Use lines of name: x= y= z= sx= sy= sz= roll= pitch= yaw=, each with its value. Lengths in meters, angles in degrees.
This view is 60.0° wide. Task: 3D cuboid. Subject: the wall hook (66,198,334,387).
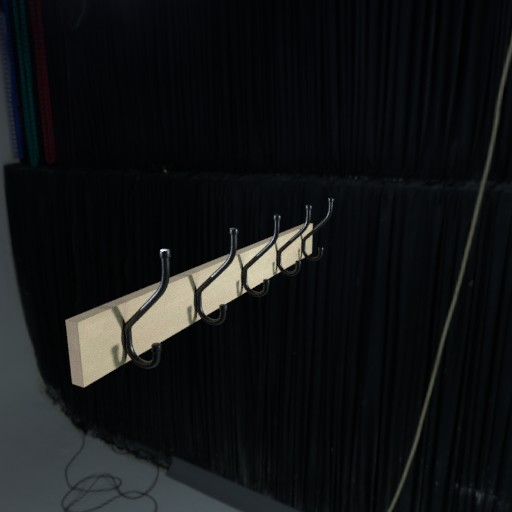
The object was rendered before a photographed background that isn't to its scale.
wall hook: x=0.000 y=0.000 z=0.606 sx=0.071 sy=0.117 sz=0.571 roll=7 pitch=15 yaw=26
